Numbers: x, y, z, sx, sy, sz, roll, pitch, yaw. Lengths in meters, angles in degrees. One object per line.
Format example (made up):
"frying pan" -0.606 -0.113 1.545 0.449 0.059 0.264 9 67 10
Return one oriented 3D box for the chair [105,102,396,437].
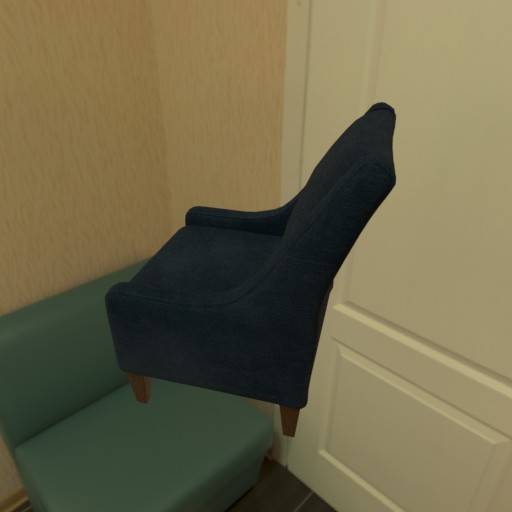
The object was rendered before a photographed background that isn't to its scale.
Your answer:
"chair" 0.000 0.000 1.653 0.870 1.014 0.774 8 31 13
